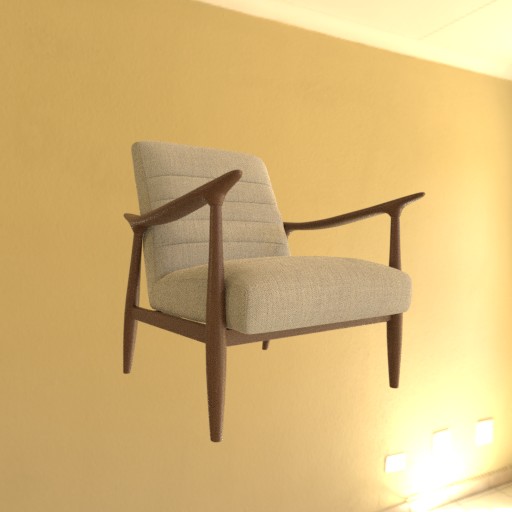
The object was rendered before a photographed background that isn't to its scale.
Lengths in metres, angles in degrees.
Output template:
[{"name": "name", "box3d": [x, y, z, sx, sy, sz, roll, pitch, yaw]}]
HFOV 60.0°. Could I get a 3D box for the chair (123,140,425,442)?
[{"name": "chair", "box3d": [0.000, 0.000, 1.447, 0.741, 0.832, 0.798, -1, 2, -36]}]
